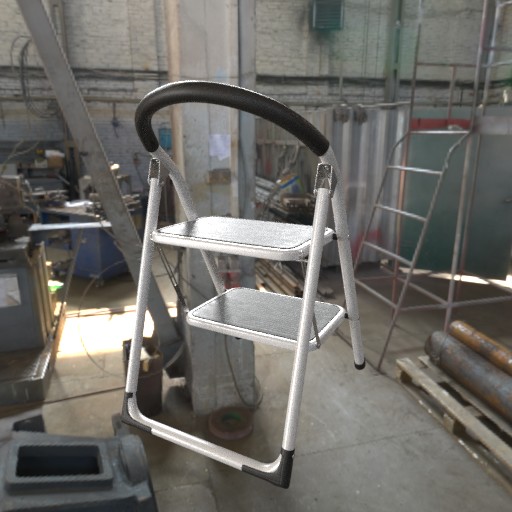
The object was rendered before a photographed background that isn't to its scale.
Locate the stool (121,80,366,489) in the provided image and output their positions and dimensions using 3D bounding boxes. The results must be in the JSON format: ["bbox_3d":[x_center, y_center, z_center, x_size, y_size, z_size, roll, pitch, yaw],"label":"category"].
[{"bbox_3d":[0.000,0.000,1.094,0.453,0.760,0.559,8,17,28],"label":"stool"}]
